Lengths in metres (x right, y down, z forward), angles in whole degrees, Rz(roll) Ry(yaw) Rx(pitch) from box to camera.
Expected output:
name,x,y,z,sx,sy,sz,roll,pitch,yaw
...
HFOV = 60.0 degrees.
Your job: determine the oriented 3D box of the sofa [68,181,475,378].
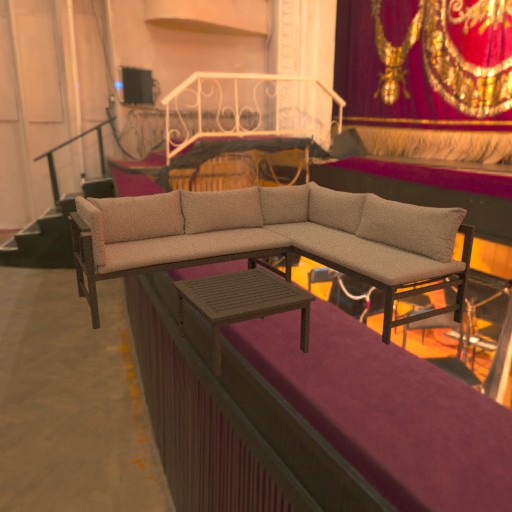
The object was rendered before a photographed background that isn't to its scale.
name,x,y,z,sx,sy,sz,roll,pitch,yaw
sofa,0.000,0.000,2.944,2.096,0.758,1.658,-8,18,-27
